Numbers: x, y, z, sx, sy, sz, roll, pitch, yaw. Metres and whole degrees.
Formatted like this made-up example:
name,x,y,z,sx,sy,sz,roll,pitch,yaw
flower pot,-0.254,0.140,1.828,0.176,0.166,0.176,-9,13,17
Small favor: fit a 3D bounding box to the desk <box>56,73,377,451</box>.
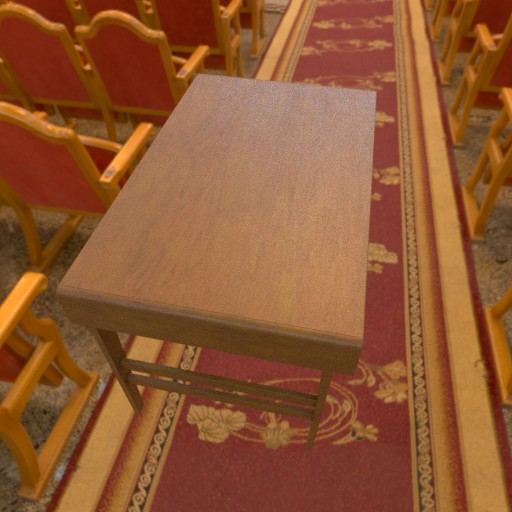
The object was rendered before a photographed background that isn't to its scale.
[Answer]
name,x,y,z,sx,sy,sz,roll,pitch,yaw
desk,0.000,0.000,1.536,0.660,0.754,1.066,9,48,8
